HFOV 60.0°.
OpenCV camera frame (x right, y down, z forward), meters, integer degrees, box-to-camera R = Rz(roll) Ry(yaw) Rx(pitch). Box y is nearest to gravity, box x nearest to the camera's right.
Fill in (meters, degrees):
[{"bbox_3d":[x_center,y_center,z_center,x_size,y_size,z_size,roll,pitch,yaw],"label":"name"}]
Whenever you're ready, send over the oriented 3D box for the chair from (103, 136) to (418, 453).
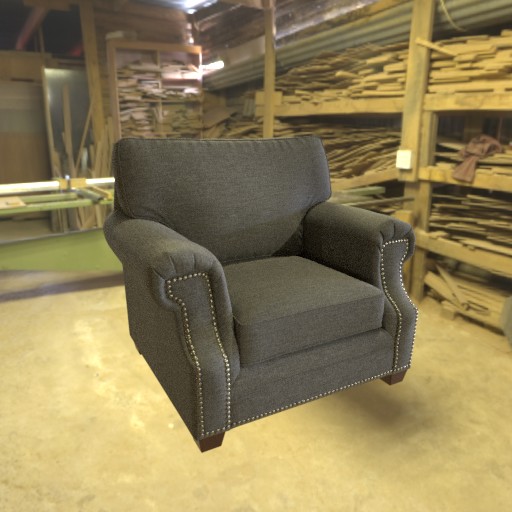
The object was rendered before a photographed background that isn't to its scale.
[{"bbox_3d":[0.000,0.000,1.848,1.092,0.961,0.965,-8,18,-27],"label":"chair"}]
